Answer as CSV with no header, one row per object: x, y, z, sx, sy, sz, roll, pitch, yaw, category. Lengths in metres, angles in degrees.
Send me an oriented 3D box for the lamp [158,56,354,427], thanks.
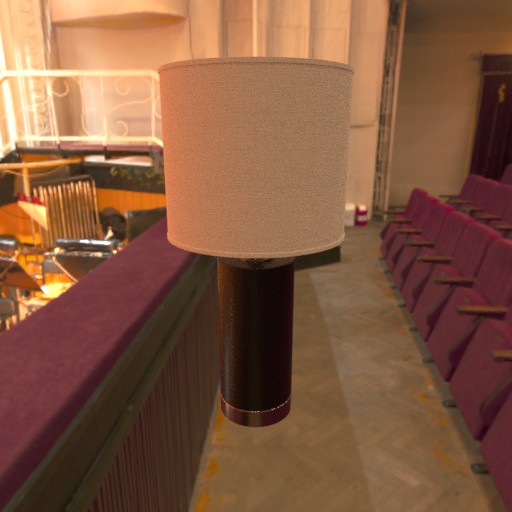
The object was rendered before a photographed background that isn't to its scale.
0.000,0.000,0.622,0.241,0.482,0.240,2,16,8,lamp
